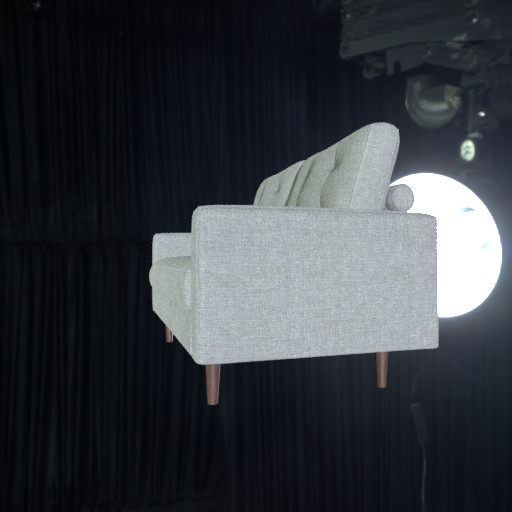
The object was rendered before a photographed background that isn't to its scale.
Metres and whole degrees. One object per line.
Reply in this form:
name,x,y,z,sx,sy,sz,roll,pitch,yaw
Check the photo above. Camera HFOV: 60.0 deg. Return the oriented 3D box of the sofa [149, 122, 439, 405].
sofa,0.000,0.000,1.957,0.842,0.907,1.407,0,-1,-18
